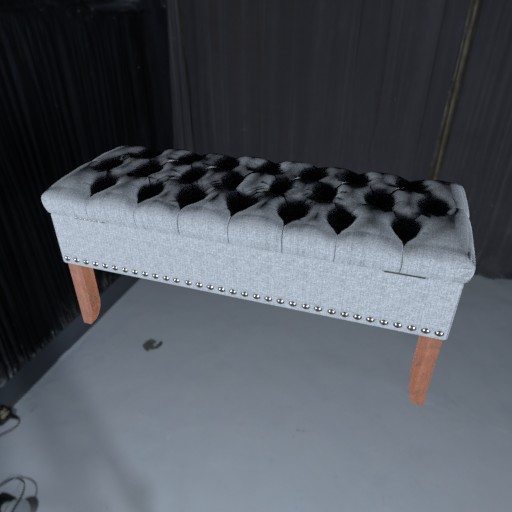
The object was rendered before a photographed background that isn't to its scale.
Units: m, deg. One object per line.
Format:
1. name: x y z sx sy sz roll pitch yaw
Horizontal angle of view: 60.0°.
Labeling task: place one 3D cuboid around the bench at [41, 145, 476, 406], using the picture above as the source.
1. bench: 0.000 0.000 1.279 1.052 0.470 0.417 10 34 15
